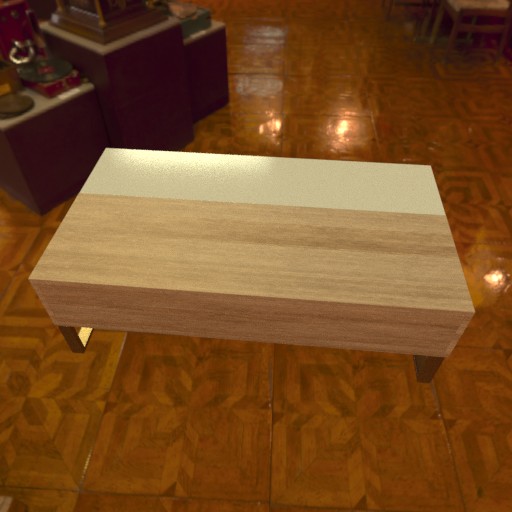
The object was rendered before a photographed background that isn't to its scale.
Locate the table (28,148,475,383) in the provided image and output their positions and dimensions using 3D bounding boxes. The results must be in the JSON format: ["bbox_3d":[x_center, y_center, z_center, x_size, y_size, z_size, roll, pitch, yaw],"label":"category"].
[{"bbox_3d":[0.000,0.000,1.417,1.100,0.350,0.600,4,46,4],"label":"table"}]
